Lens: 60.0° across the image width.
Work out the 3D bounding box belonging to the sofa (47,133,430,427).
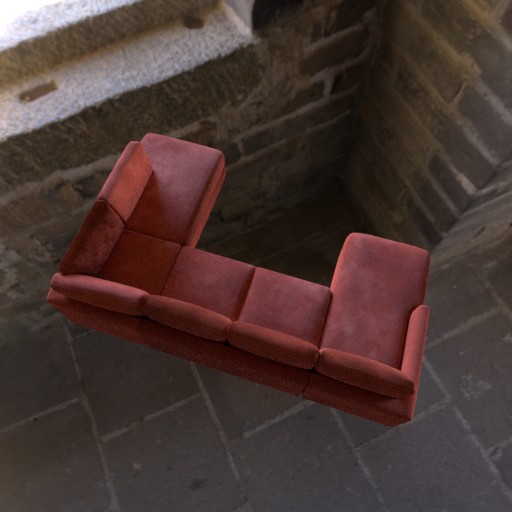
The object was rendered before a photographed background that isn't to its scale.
[{"bbox_3d":[0.000,0.000,3.891,2.971,0.858,1.981,16,65,8],"label":"sofa"}]
